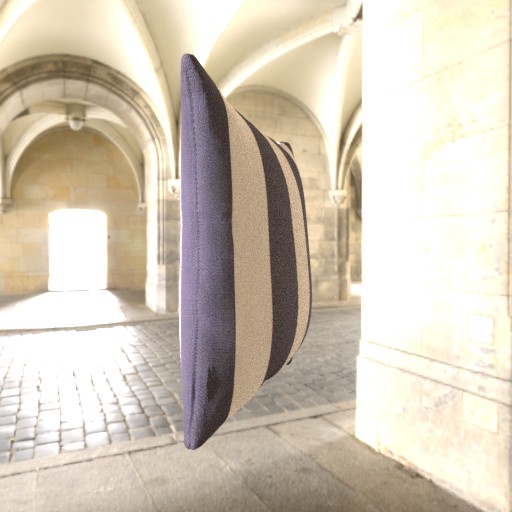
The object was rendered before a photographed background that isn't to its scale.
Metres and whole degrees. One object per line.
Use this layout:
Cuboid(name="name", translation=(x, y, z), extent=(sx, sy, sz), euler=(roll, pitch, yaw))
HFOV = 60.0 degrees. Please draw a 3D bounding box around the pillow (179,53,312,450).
Cuboid(name="pillow", translation=(0.000, 0.000, 0.815), extent=(0.189, 0.526, 0.536), euler=(0, 1, 17))
